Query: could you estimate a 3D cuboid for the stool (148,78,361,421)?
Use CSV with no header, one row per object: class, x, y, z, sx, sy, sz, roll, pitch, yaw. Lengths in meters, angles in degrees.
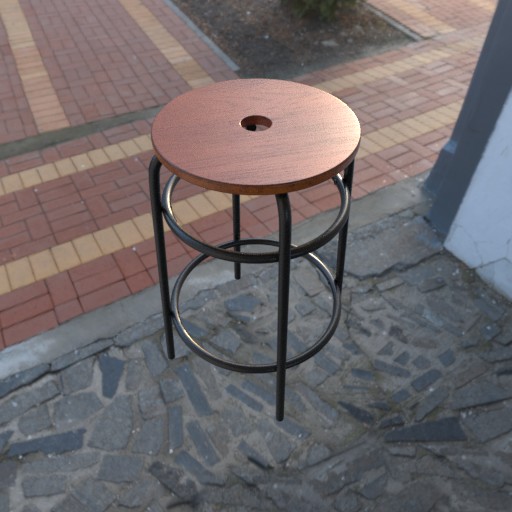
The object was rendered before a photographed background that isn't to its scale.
stool,0.000,0.000,0.930,0.455,0.610,0.455,-10,46,-10
